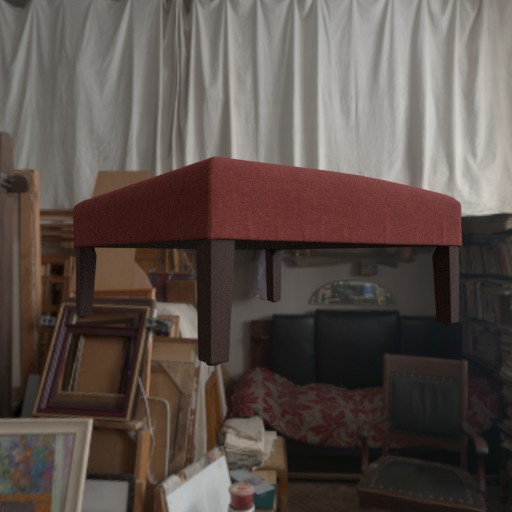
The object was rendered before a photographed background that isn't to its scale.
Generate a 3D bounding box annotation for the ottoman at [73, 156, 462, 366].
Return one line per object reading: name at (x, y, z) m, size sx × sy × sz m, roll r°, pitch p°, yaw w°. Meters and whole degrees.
ottoman at (0.000, 0.000, 1.413) m, size 0.890 × 0.411 × 0.889 m, roll 0°, pitch 0°, yaw -37°
